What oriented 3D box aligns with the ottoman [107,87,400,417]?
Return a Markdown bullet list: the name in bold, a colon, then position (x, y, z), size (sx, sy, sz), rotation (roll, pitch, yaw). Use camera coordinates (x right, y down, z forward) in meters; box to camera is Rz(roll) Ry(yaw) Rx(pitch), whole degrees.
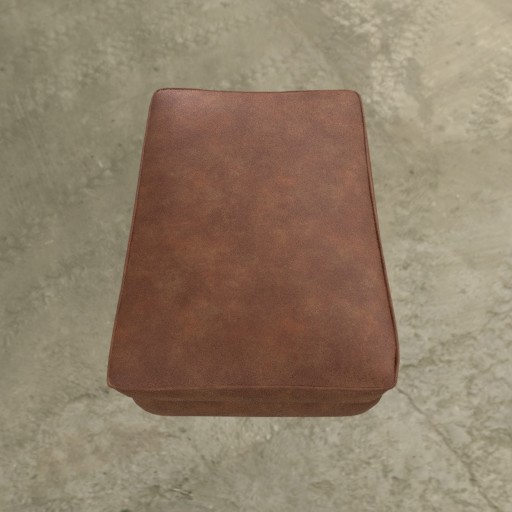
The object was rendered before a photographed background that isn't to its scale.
- **ottoman**: position (0.000, 0.000, 0.981), size (0.501, 0.418, 0.665), rotation (0, 62, 0)
